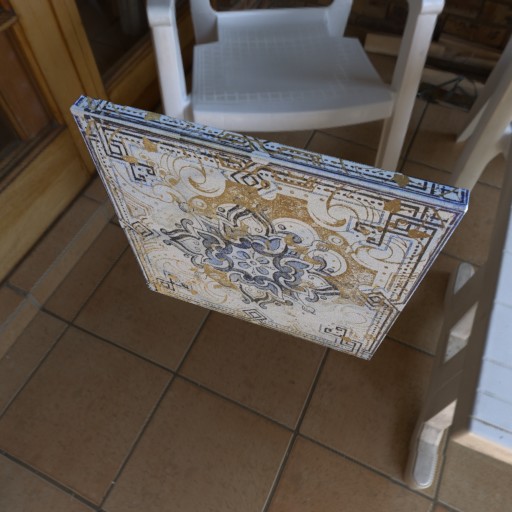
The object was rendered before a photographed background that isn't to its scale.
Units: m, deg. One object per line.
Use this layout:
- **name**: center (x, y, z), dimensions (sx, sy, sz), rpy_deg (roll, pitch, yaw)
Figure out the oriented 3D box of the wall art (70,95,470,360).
- **wall art**: center (0.000, 0.000, 0.907), dimensions (0.609, 0.607, 0.036), rpy_deg (16, 59, 10)
